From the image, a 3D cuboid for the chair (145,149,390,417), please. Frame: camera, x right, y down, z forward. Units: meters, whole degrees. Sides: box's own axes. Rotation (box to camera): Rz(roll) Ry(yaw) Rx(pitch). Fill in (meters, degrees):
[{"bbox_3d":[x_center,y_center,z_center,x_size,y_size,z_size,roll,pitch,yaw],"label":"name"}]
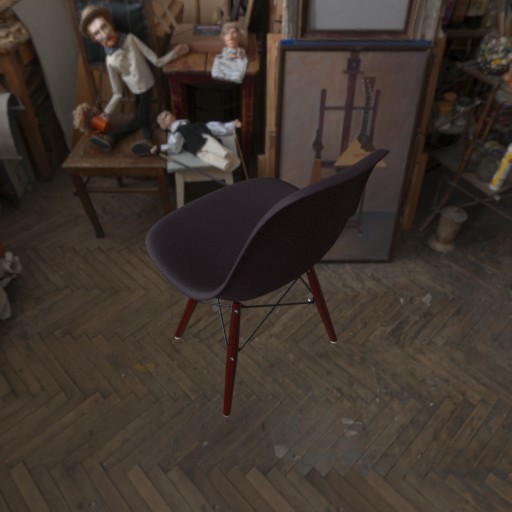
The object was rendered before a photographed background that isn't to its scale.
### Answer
[{"bbox_3d":[0.000,0.000,1.146,0.470,0.826,0.533,-30,53,-25],"label":"chair"}]
